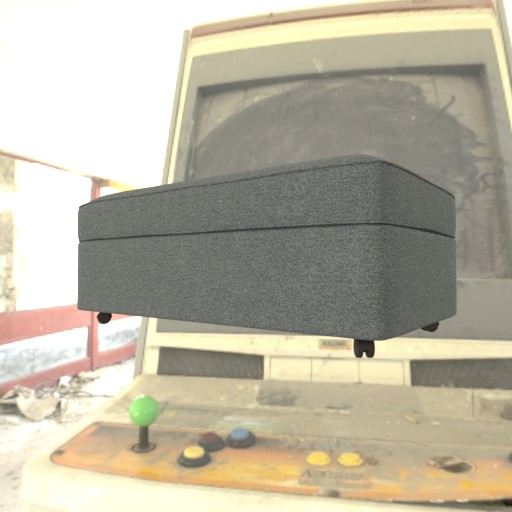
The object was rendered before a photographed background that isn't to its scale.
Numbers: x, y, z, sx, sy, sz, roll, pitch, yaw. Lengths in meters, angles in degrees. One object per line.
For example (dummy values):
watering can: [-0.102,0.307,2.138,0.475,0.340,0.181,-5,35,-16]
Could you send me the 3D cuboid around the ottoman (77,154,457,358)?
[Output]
ottoman: [0.000,0.000,1.542,1.173,0.494,0.681,-1,-2,37]
